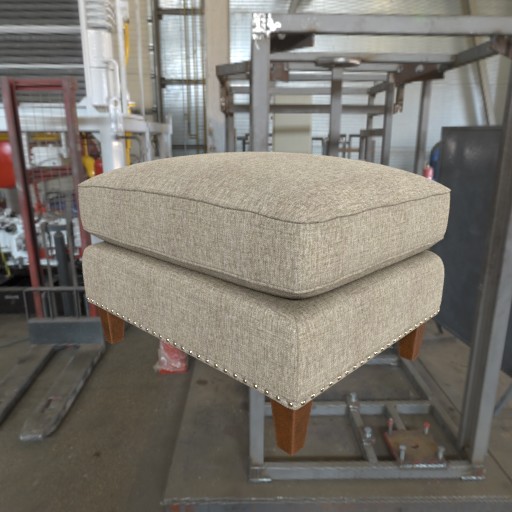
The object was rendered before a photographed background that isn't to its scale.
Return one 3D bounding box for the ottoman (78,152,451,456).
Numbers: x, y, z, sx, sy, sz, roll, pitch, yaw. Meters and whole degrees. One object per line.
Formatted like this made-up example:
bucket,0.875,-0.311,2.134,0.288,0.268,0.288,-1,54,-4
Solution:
ottoman,0.000,0.000,1.124,0.741,0.513,0.584,14,21,42
